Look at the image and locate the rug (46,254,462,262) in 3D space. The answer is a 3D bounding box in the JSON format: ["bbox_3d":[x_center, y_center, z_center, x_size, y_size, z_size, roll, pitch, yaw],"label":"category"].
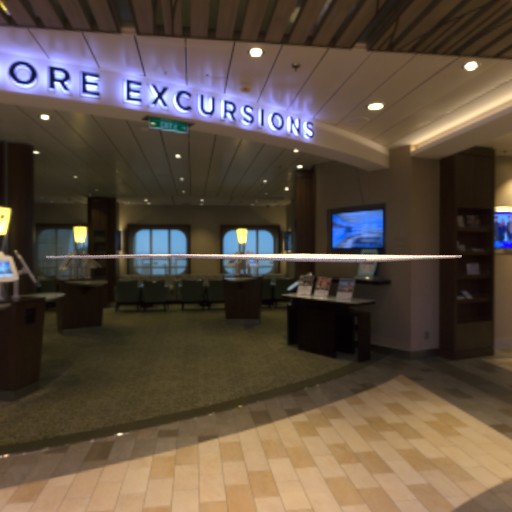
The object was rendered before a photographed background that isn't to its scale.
[{"bbox_3d":[0.000,0.000,4.318,3.245,0.046,2.467,0,1,36],"label":"rug"}]
